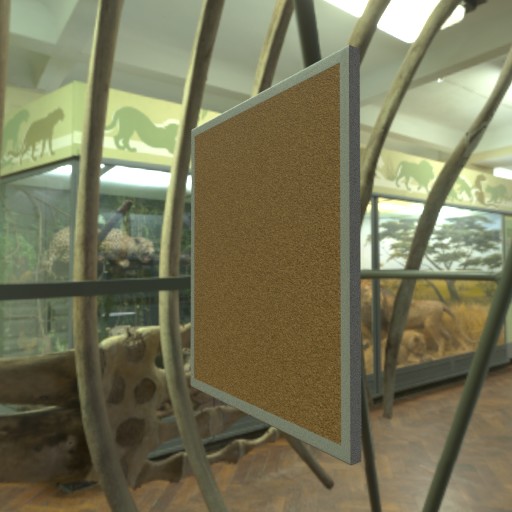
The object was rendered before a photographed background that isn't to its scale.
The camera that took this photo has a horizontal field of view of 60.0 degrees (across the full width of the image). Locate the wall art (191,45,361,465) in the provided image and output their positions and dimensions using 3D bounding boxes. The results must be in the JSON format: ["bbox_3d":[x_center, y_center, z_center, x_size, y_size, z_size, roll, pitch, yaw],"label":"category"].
[{"bbox_3d":[0.000,0.000,0.751,0.020,0.536,0.444,1,-1,-35],"label":"wall art"}]
